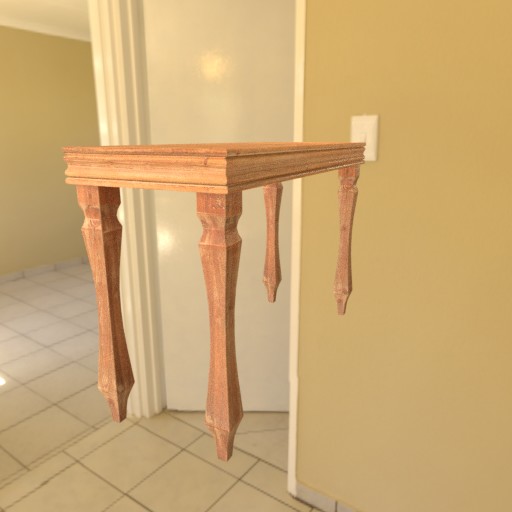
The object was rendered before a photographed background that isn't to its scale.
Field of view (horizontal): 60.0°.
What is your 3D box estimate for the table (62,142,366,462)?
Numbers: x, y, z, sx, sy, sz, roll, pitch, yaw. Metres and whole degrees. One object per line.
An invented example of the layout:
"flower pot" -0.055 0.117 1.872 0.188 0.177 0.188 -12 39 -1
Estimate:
"table" 0.000 0.000 1.783 0.522 0.873 1.330 7 17 26
